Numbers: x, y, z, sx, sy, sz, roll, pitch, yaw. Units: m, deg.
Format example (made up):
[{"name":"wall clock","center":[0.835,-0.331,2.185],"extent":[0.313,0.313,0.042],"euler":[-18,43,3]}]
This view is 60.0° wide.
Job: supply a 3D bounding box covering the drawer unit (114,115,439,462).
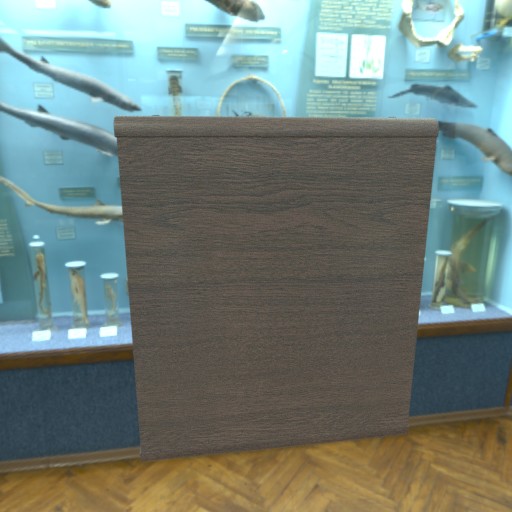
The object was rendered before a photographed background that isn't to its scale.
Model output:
[{"name":"drawer unit","center":[0.000,0.000,0.592],"extent":[0.290,0.344,0.344],"euler":[-2,15,-8]}]
